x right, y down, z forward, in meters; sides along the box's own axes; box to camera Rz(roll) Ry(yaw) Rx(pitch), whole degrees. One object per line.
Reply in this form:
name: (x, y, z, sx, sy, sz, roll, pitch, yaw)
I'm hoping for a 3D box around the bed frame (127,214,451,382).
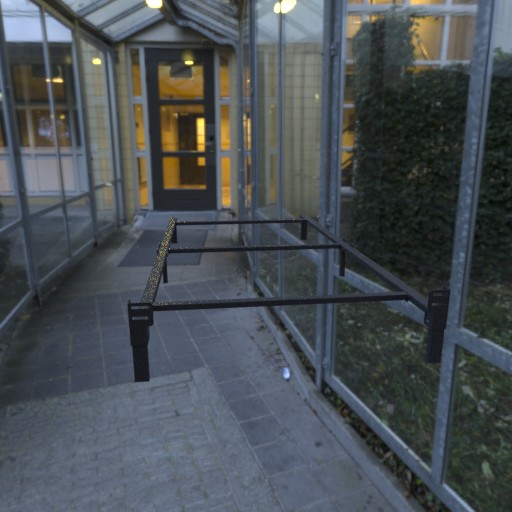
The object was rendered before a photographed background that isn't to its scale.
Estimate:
bed frame: (0.000, 0.000, 2.236, 0.968, 0.248, 1.897, -2, 15, -7)
